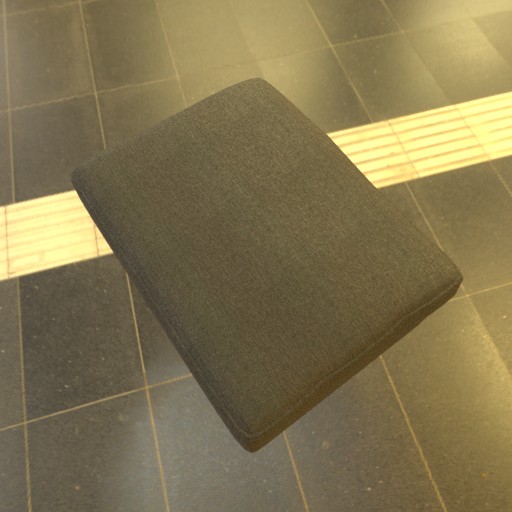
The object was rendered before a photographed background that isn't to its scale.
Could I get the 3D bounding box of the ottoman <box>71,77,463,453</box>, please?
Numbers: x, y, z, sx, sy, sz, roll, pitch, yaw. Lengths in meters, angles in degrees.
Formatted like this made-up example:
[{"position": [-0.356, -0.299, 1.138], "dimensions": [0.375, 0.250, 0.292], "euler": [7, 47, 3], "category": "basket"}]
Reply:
[{"position": [0.000, 0.000, 1.237], "dimensions": [0.639, 0.496, 0.826], "euler": [-33, 67, -15], "category": "ottoman"}]
